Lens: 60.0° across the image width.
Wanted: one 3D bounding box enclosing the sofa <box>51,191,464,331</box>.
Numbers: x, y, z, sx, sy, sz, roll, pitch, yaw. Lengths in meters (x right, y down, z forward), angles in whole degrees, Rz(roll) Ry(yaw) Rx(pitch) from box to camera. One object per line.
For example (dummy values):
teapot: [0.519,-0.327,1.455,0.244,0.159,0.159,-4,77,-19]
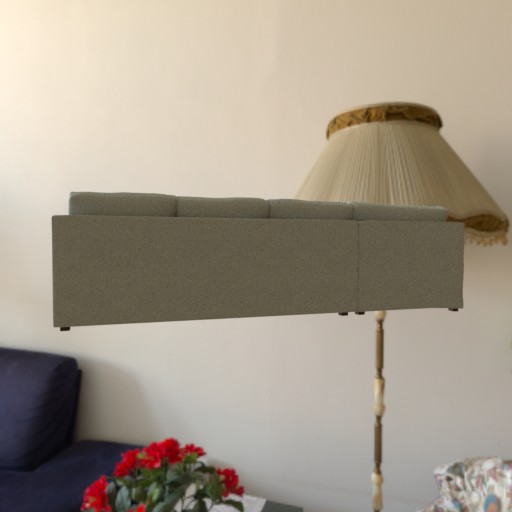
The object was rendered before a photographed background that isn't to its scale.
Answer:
sofa: [0.000,0.000,4.000,3.205,0.922,1.650,0,1,-18]
